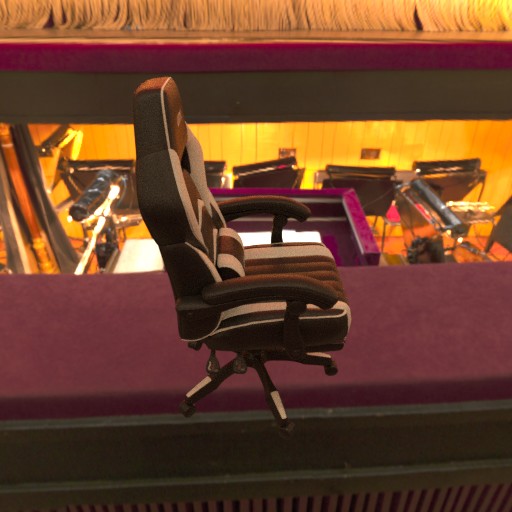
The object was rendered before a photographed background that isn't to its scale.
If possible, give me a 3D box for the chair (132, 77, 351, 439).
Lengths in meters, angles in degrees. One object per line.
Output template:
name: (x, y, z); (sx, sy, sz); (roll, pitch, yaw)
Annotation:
chair: (0.000, 0.000, 1.604); (0.700, 1.200, 0.676); (-1, 32, -2)
